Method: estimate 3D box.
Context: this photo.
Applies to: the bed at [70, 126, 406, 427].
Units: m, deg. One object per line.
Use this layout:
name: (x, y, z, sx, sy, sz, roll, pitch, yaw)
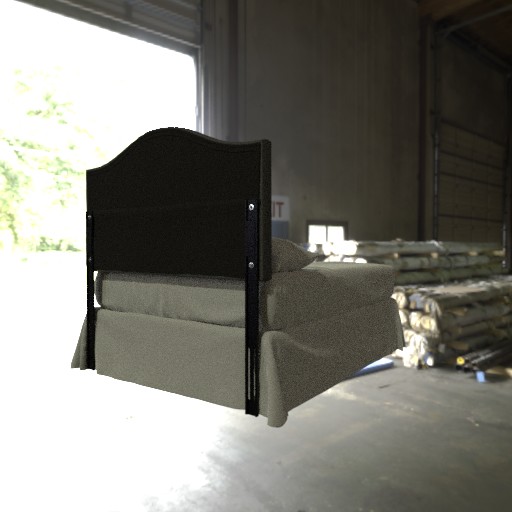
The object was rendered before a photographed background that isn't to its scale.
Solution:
bed: (0.000, 0.000, 3.595, 1.876, 1.645, 2.221, 1, 2, 36)
